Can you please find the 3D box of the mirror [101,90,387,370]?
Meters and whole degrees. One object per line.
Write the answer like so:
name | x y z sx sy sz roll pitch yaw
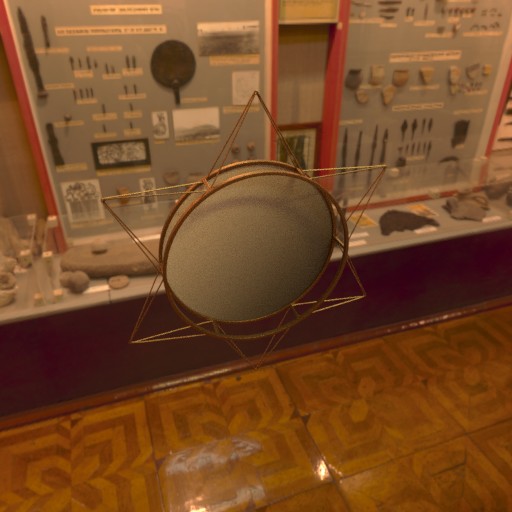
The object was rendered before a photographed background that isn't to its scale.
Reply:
mirror | 0.000 0.000 0.816 0.498 0.581 0.062 -9 32 -15
